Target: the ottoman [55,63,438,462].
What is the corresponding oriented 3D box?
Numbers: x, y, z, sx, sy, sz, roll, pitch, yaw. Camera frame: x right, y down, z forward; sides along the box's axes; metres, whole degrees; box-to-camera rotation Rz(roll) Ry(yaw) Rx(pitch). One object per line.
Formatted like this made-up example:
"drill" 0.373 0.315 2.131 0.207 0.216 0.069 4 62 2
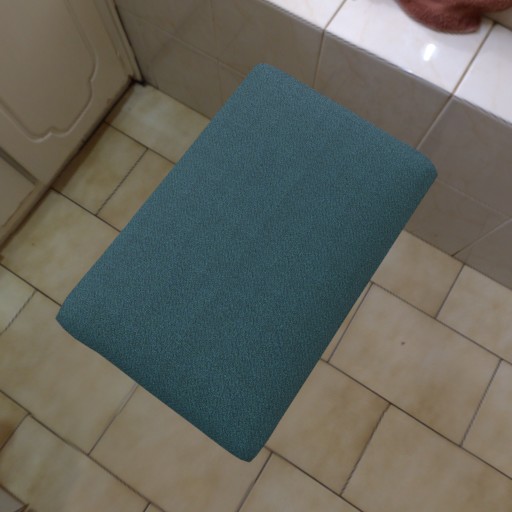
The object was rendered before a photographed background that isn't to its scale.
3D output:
"ottoman" 0.000 0.000 1.213 0.563 0.498 0.856 34 77 9
